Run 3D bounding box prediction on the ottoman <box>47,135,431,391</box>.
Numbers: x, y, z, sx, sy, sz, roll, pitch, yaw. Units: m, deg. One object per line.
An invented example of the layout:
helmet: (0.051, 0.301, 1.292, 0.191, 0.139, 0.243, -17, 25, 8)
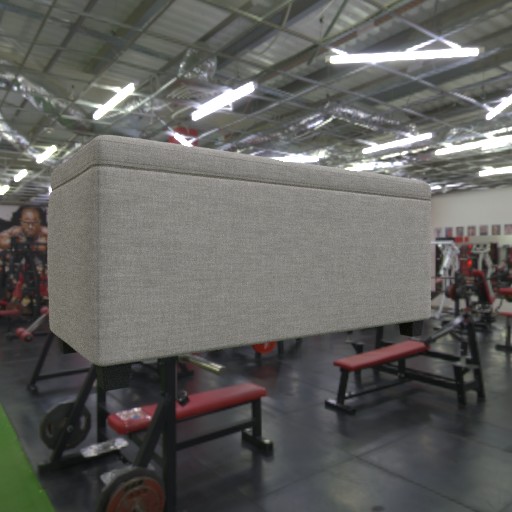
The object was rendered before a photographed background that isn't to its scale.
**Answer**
ottoman: (0.000, 0.000, 1.103, 0.902, 0.432, 0.419, 0, 1, -35)
